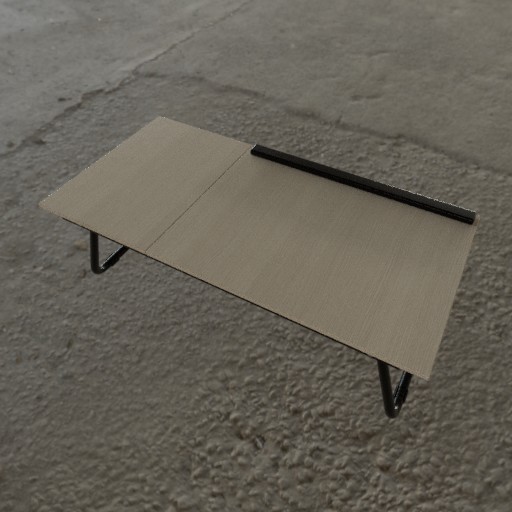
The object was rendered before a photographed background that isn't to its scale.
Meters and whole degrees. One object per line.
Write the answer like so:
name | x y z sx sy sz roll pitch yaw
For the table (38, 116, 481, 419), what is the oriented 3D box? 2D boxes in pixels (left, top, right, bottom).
table | 0.000 0.000 0.798 0.644 0.242 0.322 22 51 19
